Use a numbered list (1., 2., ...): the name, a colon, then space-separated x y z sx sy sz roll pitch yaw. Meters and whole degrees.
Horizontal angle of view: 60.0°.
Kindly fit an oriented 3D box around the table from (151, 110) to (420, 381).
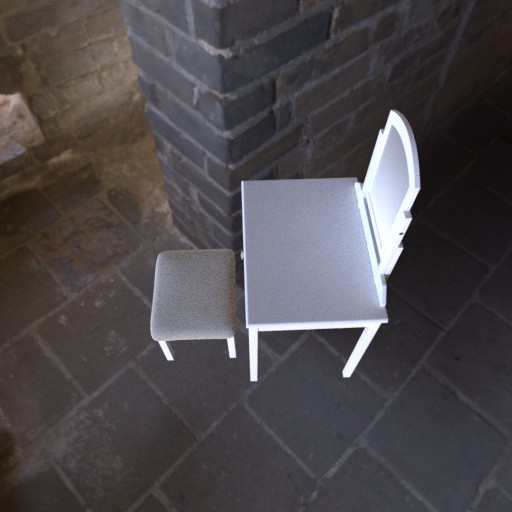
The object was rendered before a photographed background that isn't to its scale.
1. table: 0.000 0.000 2.313 1.211 1.631 0.876 -2 58 -1
